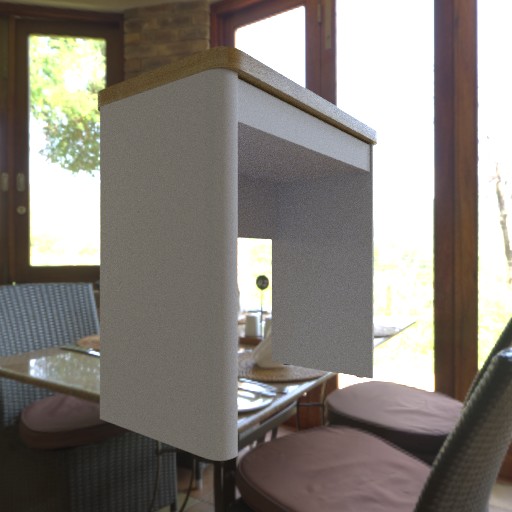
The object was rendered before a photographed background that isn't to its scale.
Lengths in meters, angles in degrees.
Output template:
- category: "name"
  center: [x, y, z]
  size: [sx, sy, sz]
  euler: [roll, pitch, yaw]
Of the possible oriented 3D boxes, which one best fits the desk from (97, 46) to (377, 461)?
- category: "desk"
  center: [0.000, 0.000, 1.252]
  size: [0.440, 0.790, 0.760]
  euler: [0, 0, 37]
